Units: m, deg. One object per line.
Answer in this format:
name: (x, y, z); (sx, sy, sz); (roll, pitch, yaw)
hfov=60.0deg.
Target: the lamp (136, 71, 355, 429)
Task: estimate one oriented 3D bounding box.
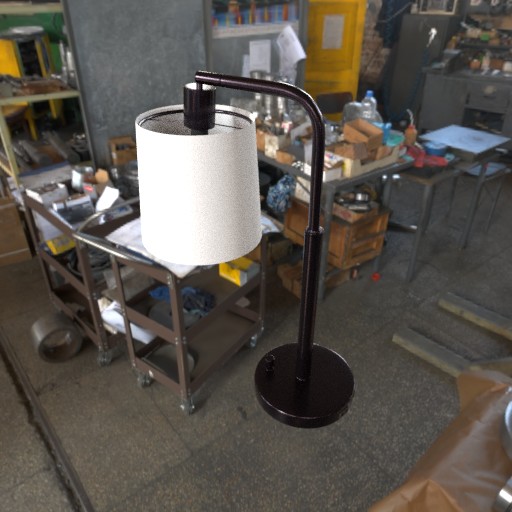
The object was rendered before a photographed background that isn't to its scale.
lamp: (0.000, 0.000, 0.635); (0.333, 0.489, 0.171); (9, 33, 15)
